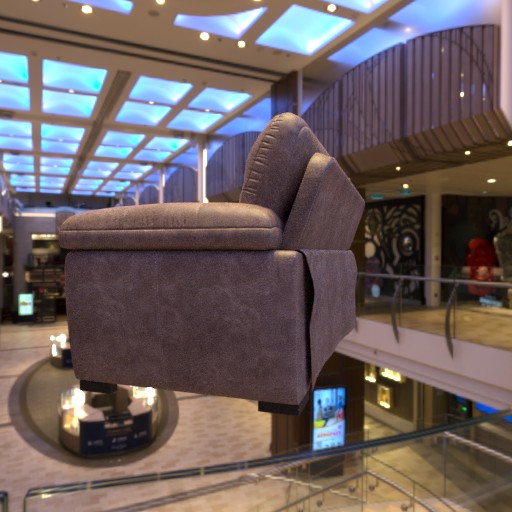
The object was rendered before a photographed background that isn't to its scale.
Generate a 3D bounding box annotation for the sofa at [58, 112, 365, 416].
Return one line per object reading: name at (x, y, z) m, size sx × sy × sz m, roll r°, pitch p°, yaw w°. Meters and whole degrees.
sofa at (0.000, 0.000, 2.279) m, size 0.991 × 0.991 × 1.753 m, roll 0°, pitch 1°, yaw 18°
